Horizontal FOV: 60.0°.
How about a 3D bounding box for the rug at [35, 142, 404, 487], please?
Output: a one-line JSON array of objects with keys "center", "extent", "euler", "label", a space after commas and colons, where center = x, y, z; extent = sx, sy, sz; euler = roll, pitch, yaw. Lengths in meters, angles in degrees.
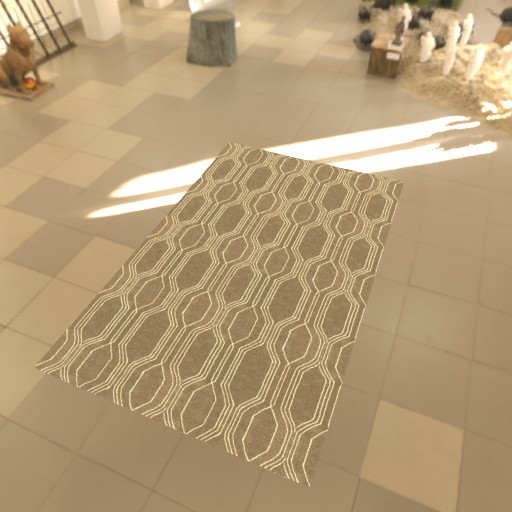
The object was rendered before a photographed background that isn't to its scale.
[{"center": [0.000, 0.000, 2.951], "extent": [1.541, 0.012, 2.457], "euler": [17, 48, 16], "label": "rug"}]
